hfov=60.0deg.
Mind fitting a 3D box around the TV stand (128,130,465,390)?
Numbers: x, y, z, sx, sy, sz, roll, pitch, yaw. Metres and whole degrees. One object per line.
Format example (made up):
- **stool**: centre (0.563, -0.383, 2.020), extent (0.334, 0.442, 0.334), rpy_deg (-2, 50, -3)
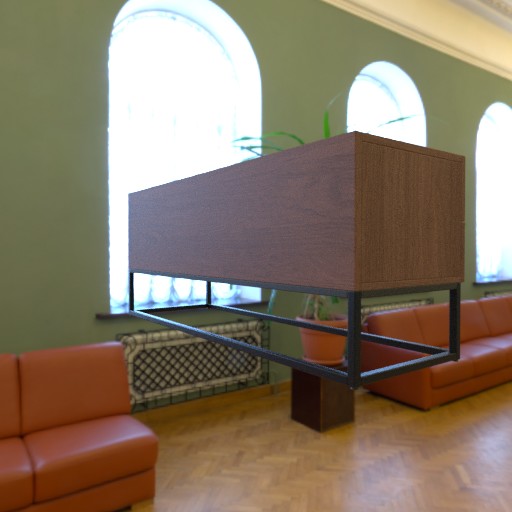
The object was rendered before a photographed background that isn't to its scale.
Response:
- **TV stand**: centre (0.000, 0.000, 1.454), extent (0.415, 0.500, 1.200), rpy_deg (-1, 1, -36)
